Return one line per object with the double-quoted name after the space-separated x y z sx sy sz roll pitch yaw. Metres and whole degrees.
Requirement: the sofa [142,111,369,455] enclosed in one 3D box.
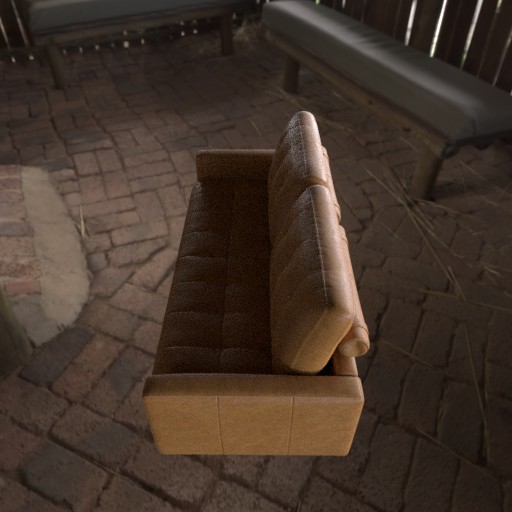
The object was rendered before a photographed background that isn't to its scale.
0.000 0.000 2.284 0.850 0.898 1.821 0 41 0 "sofa"
